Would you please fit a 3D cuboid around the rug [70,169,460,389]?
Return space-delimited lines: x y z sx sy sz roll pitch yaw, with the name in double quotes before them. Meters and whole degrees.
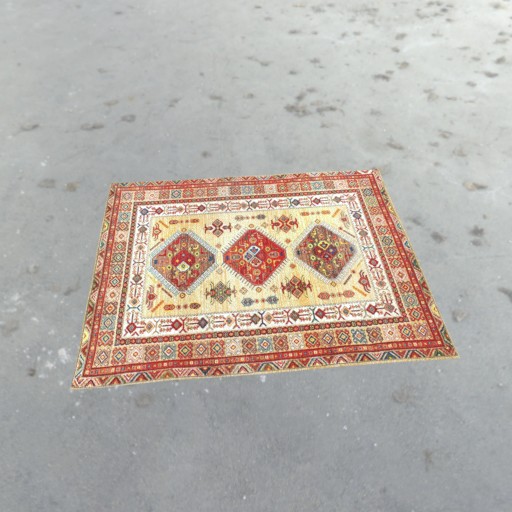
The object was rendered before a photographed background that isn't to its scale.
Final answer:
"rug" 0.000 0.000 4.257 3.067 0.005 2.460 -4 49 -3
